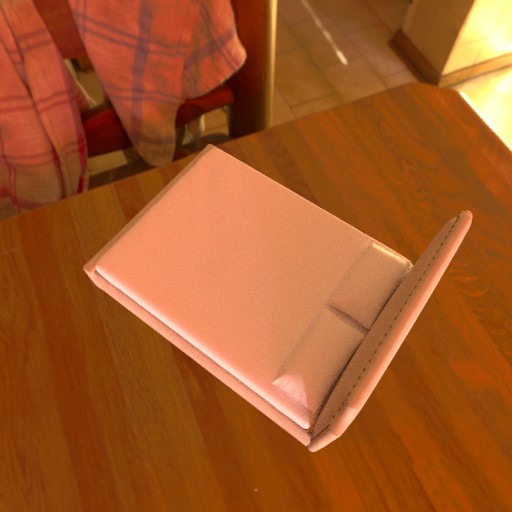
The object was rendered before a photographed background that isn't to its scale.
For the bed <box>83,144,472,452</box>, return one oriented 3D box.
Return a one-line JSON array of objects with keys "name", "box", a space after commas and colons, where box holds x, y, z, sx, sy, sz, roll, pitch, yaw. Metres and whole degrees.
[{"name": "bed", "box": [0.000, 0.000, 3.442, 2.372, 1.443, 1.712, 33, 67, 16]}]
